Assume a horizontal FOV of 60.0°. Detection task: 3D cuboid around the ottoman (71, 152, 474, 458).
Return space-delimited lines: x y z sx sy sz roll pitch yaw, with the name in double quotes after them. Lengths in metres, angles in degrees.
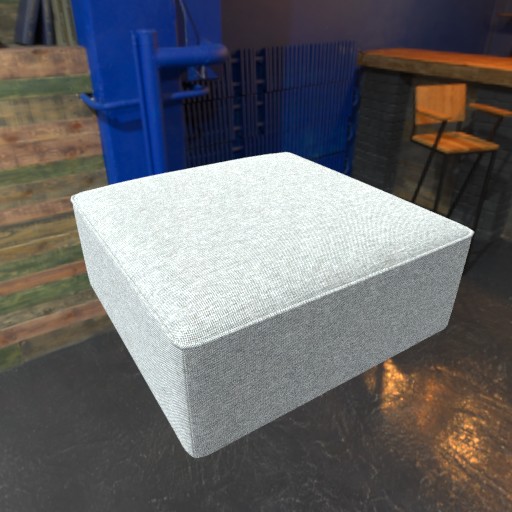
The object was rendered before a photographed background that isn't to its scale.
0.000 0.000 1.583 1.005 0.455 1.005 -18 34 -28 "ottoman"
